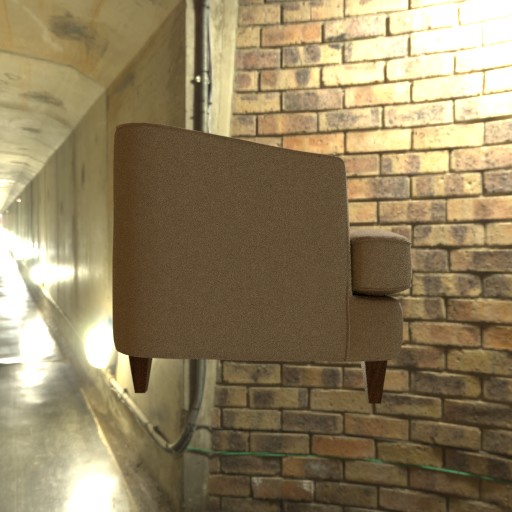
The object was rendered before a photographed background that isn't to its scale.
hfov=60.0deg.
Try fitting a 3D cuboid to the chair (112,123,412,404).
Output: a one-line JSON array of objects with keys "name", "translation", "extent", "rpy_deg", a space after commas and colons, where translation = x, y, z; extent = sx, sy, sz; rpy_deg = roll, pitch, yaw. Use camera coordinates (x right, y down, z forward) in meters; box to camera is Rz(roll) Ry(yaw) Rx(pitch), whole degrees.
[{"name": "chair", "translation": [0.000, 0.000, 1.768], "extent": [0.941, 0.852, 1.104], "rpy_deg": [0, 0, 1]}]
